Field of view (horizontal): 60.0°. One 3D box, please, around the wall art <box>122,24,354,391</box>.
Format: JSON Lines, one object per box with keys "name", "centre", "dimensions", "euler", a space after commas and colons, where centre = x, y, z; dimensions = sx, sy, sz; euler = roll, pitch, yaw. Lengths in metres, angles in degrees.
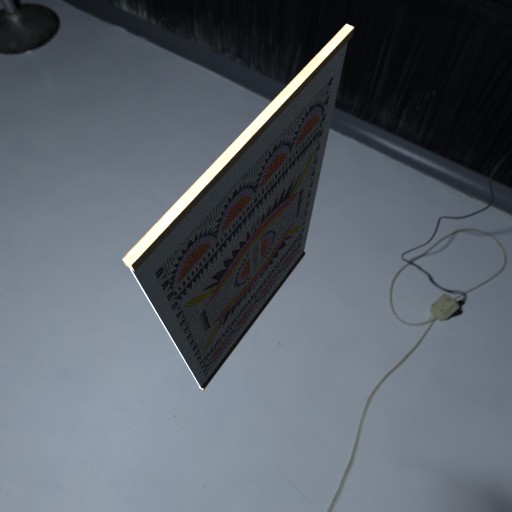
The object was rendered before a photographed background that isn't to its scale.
{"name": "wall art", "centre": [0.000, 0.000, 1.864], "dimensions": [0.028, 1.533, 0.999], "euler": [33, 67, 15]}
